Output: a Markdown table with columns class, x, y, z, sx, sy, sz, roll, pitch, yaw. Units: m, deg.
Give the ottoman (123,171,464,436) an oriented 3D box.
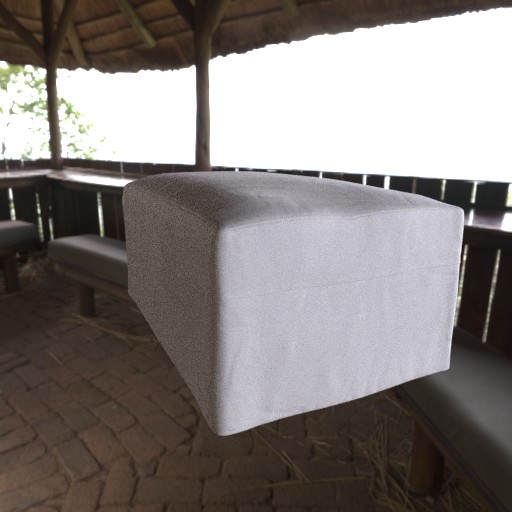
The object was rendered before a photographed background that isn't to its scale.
| class | x | y | z | sx | sy | sz | roll | pitch | yaw |
| --- | --- | --- | --- | --- | --- | --- | --- | --- | --- |
| ottoman | 0.000 | 0.000 | 1.217 | 0.590 | 0.444 | 0.872 | -7 | 16 | -25 |
